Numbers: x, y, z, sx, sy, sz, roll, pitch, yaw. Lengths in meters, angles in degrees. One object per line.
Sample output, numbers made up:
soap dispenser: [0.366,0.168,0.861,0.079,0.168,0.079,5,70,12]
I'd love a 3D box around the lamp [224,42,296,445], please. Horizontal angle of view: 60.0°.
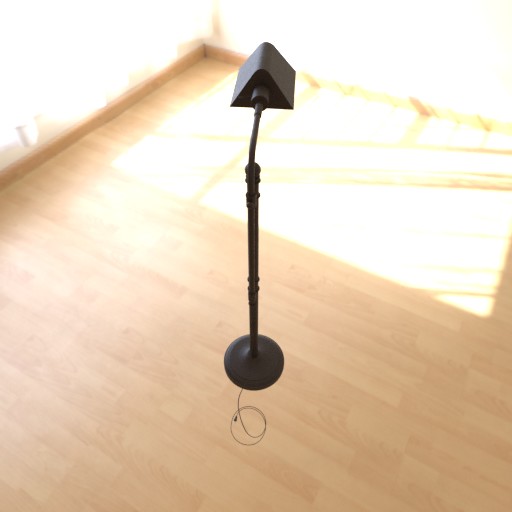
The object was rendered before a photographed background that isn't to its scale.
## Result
lamp: [0.000,0.000,0.951,0.159,0.708,0.545,4,48,3]
